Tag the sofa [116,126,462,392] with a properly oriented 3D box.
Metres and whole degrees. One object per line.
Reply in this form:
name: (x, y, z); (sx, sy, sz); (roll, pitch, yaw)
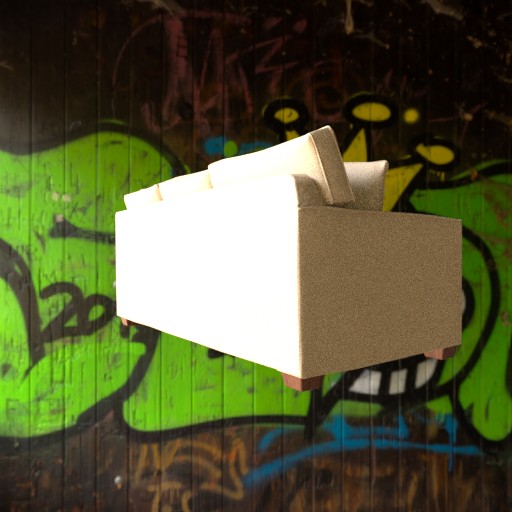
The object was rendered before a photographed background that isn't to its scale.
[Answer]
sofa: (0.000, 0.000, 2.567); (1.034, 0.946, 1.962); (0, 0, -35)
